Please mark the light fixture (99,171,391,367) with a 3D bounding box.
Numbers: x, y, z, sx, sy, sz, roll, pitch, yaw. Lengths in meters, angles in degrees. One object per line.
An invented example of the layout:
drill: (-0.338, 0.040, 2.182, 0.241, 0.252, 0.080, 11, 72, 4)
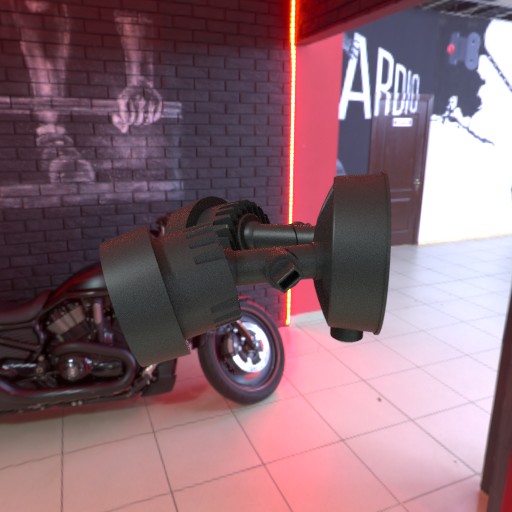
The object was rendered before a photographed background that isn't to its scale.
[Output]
light fixture: (0.000, 0.000, 0.312, 0.168, 0.120, 0.213, 3, 15, 9)
